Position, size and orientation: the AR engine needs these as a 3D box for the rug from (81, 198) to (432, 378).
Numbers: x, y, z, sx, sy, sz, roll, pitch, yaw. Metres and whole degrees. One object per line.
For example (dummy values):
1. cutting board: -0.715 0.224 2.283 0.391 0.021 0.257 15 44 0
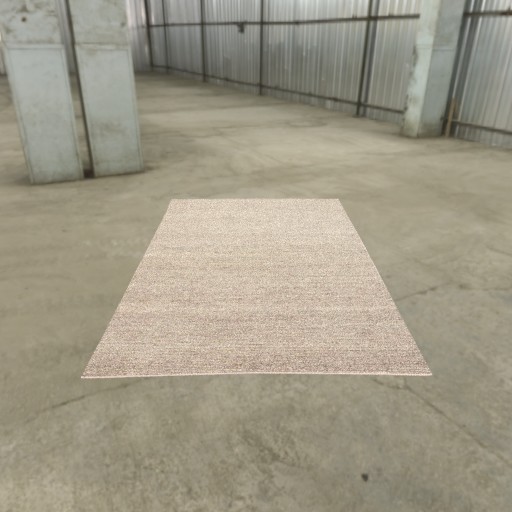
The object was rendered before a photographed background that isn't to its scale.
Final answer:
1. rug: 0.000 0.000 2.251 1.154 0.021 1.792 0 26 0
